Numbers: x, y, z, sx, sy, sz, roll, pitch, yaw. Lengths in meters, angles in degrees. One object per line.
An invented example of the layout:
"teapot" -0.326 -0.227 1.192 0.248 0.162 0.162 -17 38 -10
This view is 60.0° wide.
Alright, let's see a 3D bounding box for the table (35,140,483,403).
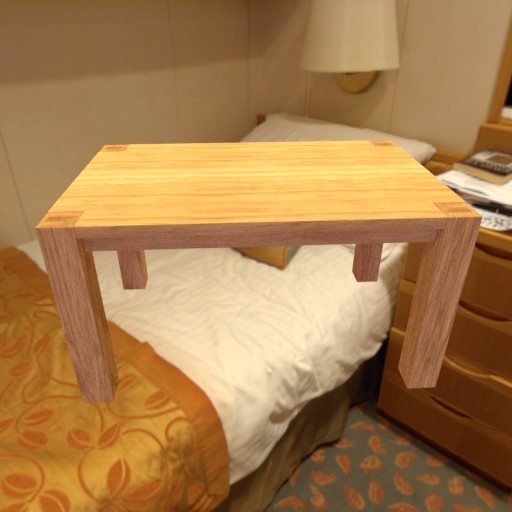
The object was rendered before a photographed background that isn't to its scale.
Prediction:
"table" 0.000 0.000 1.957 1.400 0.760 0.900 -2 30 -3
